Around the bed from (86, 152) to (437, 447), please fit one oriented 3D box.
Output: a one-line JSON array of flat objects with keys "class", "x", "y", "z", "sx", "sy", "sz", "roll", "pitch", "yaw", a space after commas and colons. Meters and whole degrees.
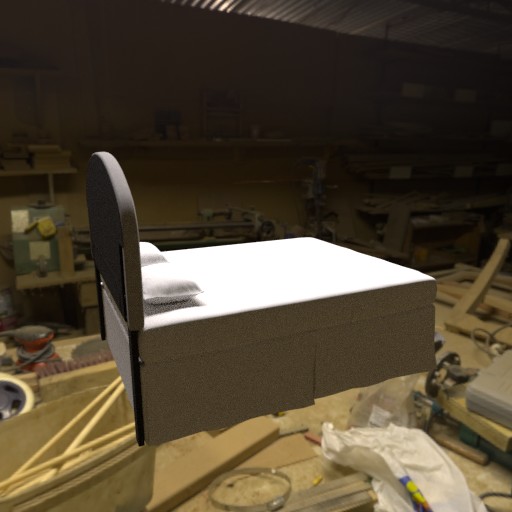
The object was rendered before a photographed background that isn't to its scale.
[{"class": "bed", "x": 0.000, "y": 0.000, "z": 3.064, "sx": 2.005, "sy": 1.410, "sz": 1.607, "roll": -7, "pitch": 15, "yaw": -25}]
